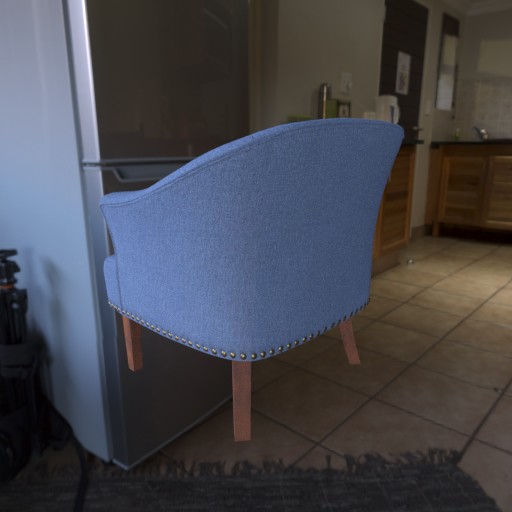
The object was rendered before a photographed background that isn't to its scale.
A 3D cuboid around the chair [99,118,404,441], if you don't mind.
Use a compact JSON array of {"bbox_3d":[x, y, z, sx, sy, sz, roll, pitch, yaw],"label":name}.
[{"bbox_3d":[0.000,0.000,1.402,0.704,0.815,0.798,14,21,42],"label":"chair"}]
